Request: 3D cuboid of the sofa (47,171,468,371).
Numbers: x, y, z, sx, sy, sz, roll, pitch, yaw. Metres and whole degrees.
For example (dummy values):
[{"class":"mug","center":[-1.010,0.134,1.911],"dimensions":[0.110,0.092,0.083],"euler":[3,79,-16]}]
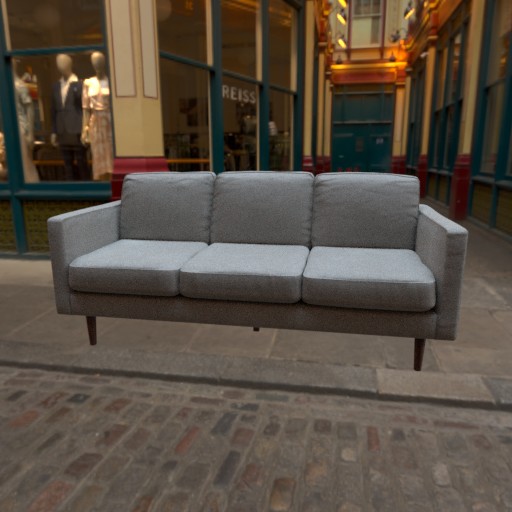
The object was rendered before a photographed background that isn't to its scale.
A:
[{"class":"sofa","center":[0.000,0.000,2.502],"dimensions":[1.983,0.918,0.944],"euler":[2,14,10]}]
